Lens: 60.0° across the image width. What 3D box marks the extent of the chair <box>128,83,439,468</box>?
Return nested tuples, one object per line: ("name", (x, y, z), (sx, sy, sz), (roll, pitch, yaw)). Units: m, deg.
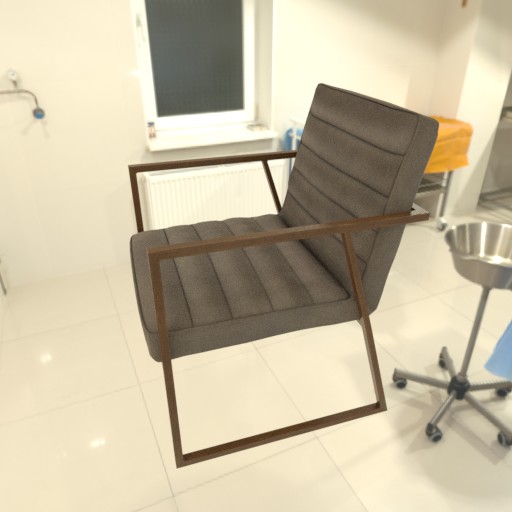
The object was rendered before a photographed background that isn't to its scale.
("chair", (0.000, 0.000, 1.257), (0.682, 0.843, 0.578), (-9, 30, -15))
